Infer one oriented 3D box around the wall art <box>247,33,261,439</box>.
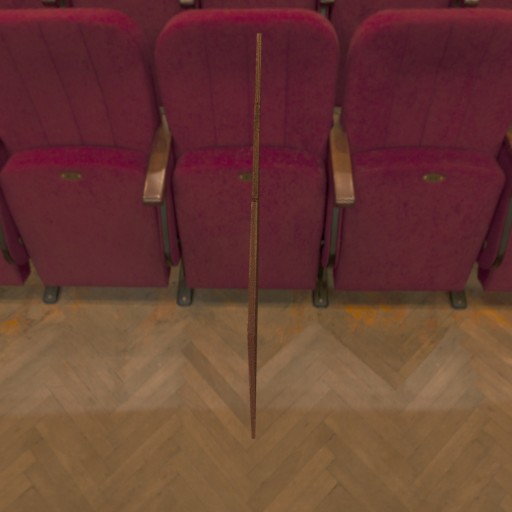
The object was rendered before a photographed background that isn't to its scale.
[{"bbox_3d":[0.000,0.000,1.394,0.013,0.914,0.915,1,57,1],"label":"wall art"}]
